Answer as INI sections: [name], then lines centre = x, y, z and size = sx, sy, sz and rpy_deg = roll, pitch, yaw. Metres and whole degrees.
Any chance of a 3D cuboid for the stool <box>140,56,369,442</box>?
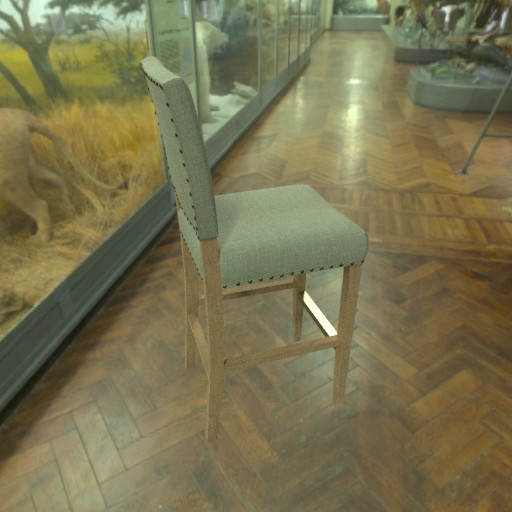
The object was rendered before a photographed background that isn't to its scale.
[stool]
centre = 0.000, 0.000, 1.488
size = 0.585, 1.203, 0.445
rpy_deg = -10, 32, -16
